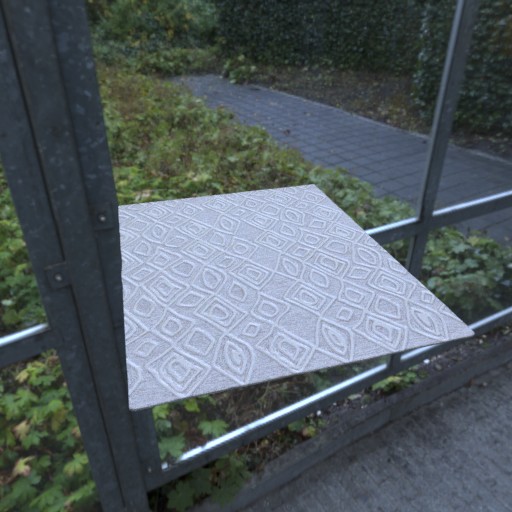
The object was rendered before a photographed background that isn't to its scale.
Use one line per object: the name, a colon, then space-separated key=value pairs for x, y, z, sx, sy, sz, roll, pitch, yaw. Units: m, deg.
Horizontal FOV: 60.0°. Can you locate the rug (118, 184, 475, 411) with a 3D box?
rug: x=0.000 y=0.000 z=4.166 sx=2.449 sy=0.025 sz=3.049 roll=-8 pitch=32 yaw=-14
